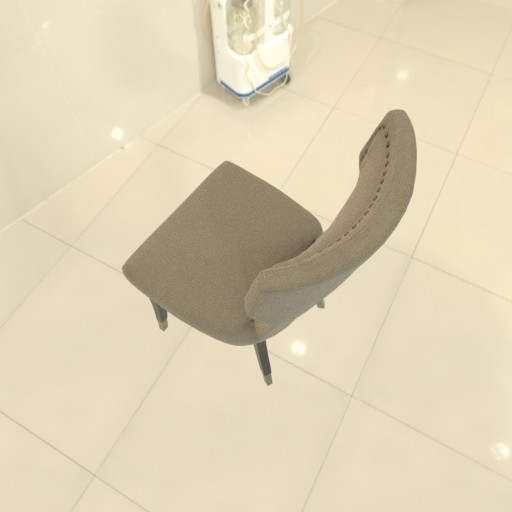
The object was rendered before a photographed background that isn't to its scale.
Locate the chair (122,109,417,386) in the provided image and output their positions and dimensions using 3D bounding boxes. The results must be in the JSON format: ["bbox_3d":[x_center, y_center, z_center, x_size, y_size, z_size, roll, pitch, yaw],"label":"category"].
[{"bbox_3d":[0.000,0.000,1.289,0.630,0.955,0.526,32,66,16],"label":"chair"}]
